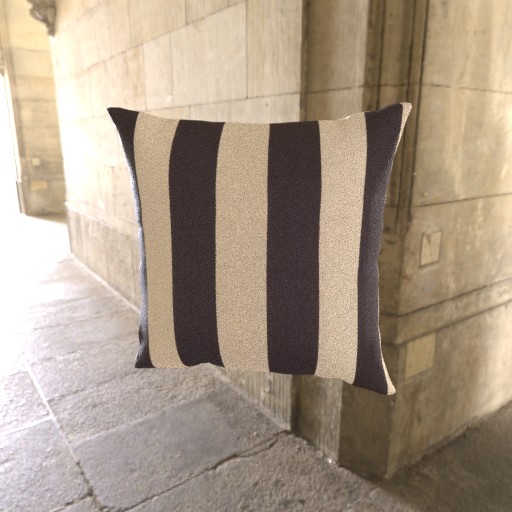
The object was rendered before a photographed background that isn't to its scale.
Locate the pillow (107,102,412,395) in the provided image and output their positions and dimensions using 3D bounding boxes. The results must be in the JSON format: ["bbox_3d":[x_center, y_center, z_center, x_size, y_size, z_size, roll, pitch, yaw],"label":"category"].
[{"bbox_3d":[0.000,0.000,0.809,0.536,0.526,0.189,2,15,8],"label":"pillow"}]
